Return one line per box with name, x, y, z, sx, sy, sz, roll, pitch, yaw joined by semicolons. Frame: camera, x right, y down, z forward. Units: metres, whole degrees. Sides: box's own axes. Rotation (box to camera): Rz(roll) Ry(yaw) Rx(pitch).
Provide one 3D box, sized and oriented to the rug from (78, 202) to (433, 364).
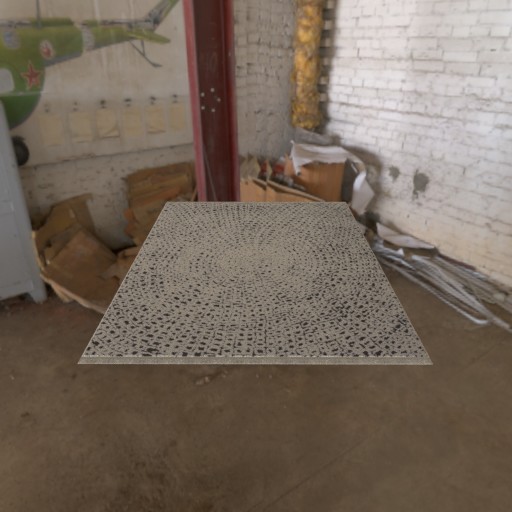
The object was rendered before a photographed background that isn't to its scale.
rug;0.000;0.000;2.216;1.190;0.003;1.634;0;26;0
